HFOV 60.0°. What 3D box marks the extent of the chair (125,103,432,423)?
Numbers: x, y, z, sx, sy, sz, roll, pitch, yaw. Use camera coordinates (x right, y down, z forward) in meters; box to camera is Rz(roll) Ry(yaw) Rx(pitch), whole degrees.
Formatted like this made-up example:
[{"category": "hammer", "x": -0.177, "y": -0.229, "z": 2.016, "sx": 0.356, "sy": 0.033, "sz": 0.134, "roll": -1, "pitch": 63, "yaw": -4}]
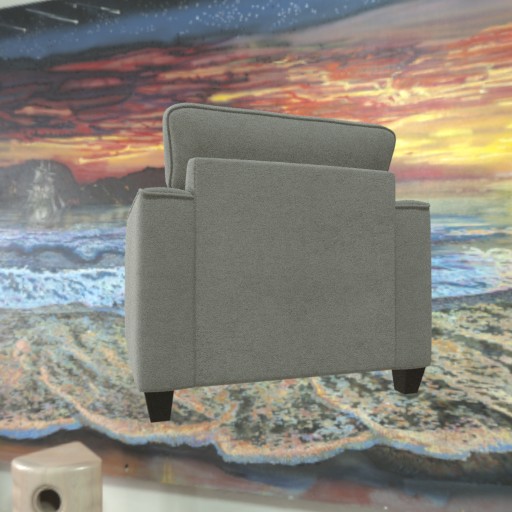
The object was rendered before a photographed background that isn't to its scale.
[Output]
[{"category": "chair", "x": 0.000, "y": 0.000, "z": 1.813, "sx": 1.015, "sy": 0.965, "sz": 0.939, "roll": 0, "pitch": -1, "yaw": -18}]
